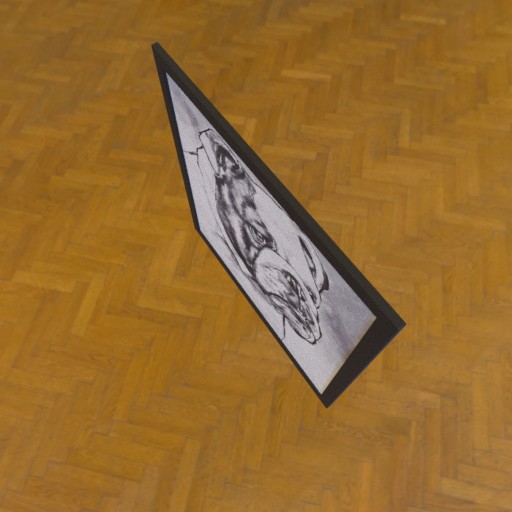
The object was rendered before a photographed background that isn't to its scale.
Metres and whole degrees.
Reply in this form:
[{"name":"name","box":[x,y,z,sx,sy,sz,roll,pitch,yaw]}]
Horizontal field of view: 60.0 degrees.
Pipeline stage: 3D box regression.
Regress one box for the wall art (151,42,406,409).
[{"name":"wall art","box":[0.000,0.000,0.835,0.012,0.558,0.562,-32,67,-15]}]
